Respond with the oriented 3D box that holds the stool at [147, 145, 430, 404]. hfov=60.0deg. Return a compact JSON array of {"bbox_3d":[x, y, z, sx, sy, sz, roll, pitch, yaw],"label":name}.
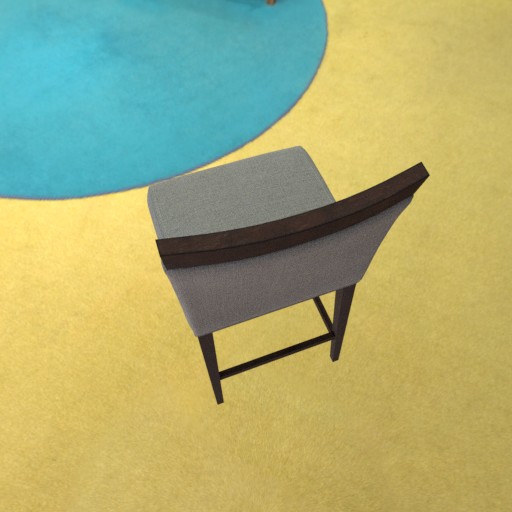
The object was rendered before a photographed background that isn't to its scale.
[{"bbox_3d":[0.000,0.000,1.305,0.512,1.009,0.531,-17,60,-10],"label":"stool"}]
